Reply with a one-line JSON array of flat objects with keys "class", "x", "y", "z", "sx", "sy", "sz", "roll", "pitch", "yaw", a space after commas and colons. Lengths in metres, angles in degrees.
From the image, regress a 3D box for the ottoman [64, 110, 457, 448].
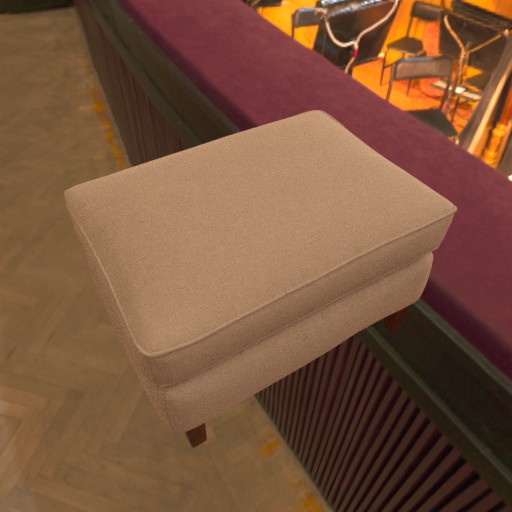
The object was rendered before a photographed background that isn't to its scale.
[{"class": "ottoman", "x": 0.000, "y": 0.000, "z": 0.993, "sx": 0.665, "sy": 0.456, "sz": 0.501, "roll": -24, "pitch": 51, "yaw": -21}]
